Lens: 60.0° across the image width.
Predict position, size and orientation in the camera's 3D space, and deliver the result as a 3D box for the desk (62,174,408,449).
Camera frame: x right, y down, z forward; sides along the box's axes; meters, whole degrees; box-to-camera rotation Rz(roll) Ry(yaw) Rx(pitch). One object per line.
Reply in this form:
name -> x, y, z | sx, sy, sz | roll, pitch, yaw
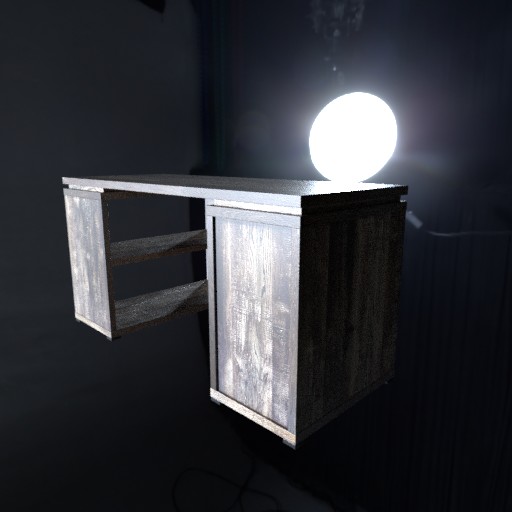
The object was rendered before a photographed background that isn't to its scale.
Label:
desk -> 0.000, 0.000, 2.178 | 1.524, 0.753, 1.200 | 12, 17, 43
